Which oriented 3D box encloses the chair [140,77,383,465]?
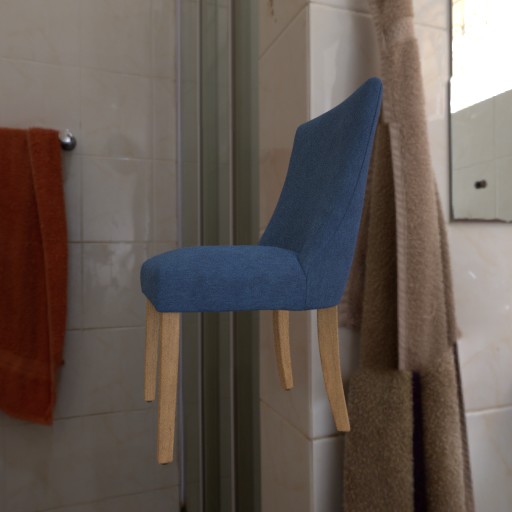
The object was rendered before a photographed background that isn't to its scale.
[{"bbox_3d":[0.000,0.000,1.247,0.609,0.902,0.495,0,0,-18],"label":"chair"}]
